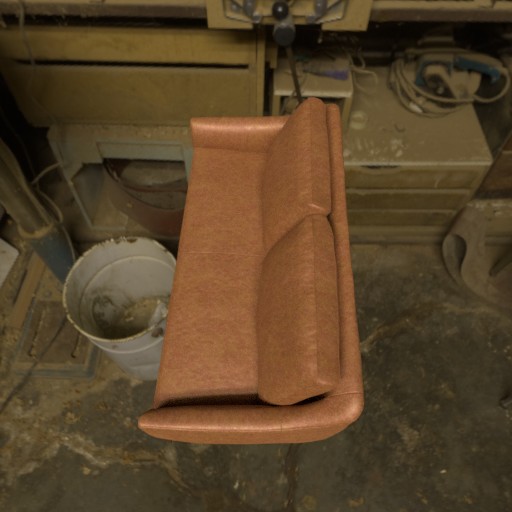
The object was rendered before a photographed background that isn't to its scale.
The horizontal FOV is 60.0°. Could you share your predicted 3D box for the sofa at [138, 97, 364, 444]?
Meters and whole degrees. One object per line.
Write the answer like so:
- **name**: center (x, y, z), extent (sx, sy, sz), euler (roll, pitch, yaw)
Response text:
- **sofa**: center (0.000, 0.000, 2.599), extent (0.981, 0.945, 2.036), euler (2, 58, 1)
